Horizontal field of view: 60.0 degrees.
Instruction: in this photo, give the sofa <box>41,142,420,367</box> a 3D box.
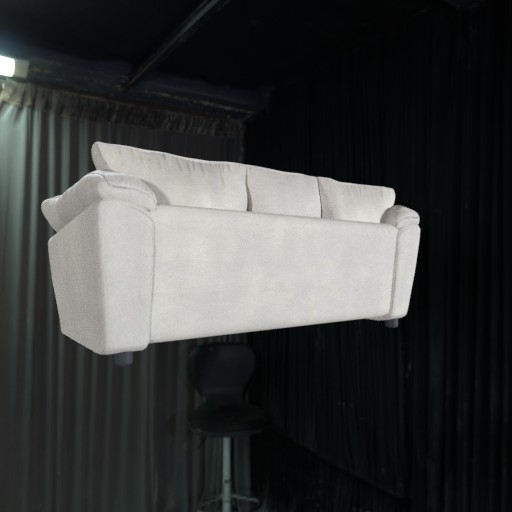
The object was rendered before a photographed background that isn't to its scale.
[{"bbox_3d":[0.000,0.000,2.773,2.334,0.996,0.878,1,-1,-37],"label":"sofa"}]
